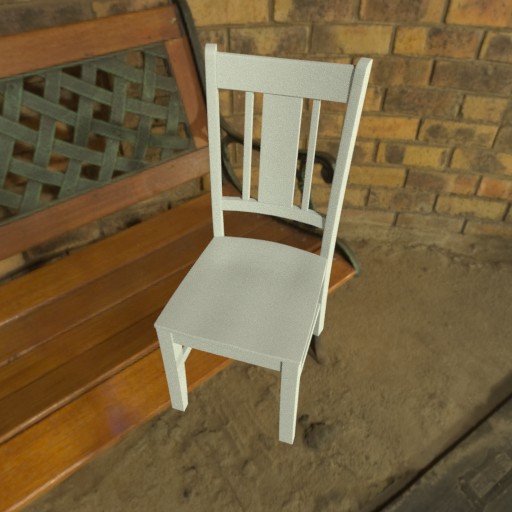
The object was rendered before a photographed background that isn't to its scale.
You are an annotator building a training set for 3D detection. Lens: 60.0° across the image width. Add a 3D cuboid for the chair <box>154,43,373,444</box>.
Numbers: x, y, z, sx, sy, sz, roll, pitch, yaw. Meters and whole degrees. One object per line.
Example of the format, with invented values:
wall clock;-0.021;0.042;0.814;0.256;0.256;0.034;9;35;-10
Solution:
chair;0.000;0.000;1.296;0.450;0.998;0.555;12;42;13
